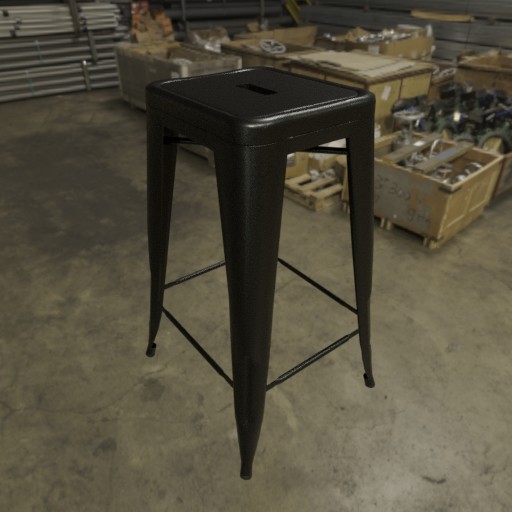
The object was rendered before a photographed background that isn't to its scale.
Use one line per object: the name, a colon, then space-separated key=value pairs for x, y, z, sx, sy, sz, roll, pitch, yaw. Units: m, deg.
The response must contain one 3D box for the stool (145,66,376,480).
stool: x=0.000 y=0.000 z=0.836 sx=0.359 sy=0.609 sz=0.399 roll=-23 pitch=40 yaw=-31
